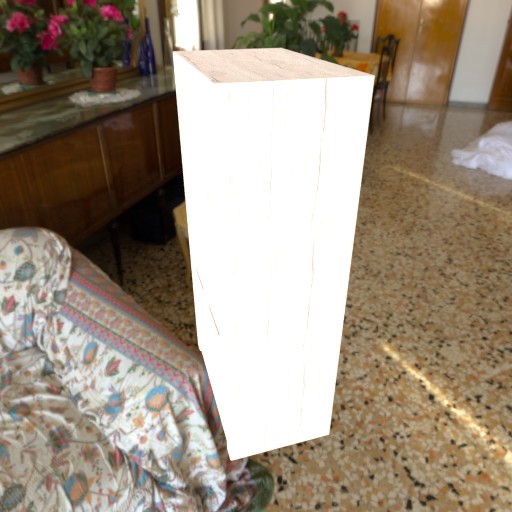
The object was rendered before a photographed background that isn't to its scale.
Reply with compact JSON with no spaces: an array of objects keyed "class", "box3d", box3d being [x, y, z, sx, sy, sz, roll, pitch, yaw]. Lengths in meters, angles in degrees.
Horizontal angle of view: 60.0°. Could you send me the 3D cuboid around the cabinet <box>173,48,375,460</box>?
[{"class":"cabinet","box3d":[0.000,0.000,2.382,0.580,1.930,0.980,-9,32,-14]}]
